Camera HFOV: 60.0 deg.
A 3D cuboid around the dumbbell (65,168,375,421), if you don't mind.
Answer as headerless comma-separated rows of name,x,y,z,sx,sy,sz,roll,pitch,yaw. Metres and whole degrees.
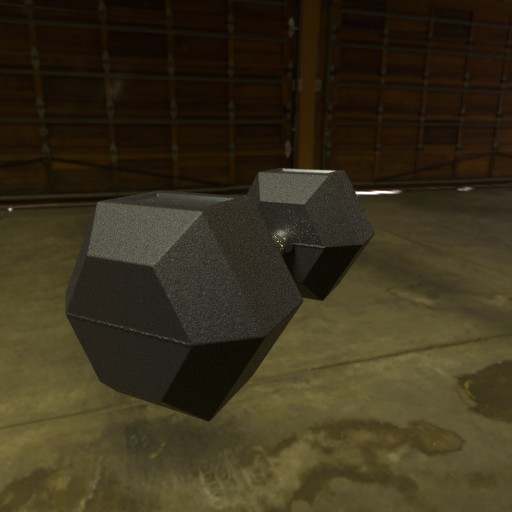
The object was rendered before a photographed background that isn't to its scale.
dumbbell,0.000,0.000,0.450,0.173,0.150,0.384,8,17,25
